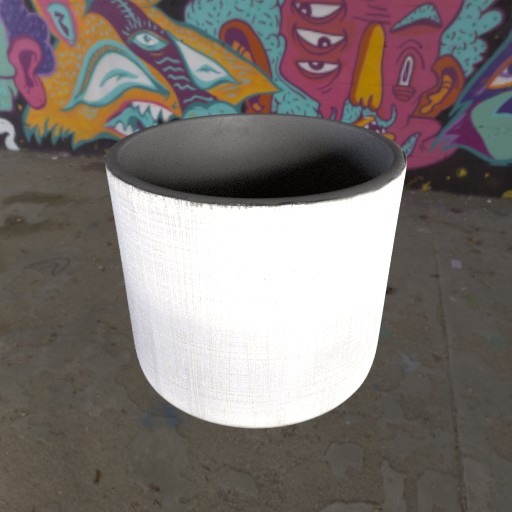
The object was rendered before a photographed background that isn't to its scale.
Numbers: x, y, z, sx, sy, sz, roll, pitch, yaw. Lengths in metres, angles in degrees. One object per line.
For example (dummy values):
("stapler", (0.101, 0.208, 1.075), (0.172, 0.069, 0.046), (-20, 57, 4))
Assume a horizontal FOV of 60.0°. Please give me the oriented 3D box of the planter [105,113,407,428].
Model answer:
("planter", (0.000, 0.000, 0.436), (0.254, 0.221, 0.254), (0, 30, 0))
